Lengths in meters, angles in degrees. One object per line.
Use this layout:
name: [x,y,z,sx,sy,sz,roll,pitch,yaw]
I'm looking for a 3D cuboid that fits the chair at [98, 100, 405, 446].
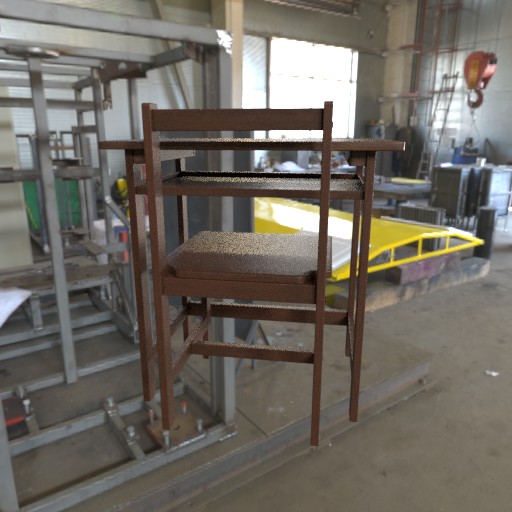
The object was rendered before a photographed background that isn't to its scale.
chair: [0.000,0.000,1.065,0.599,0.673,0.463,3,16,9]
